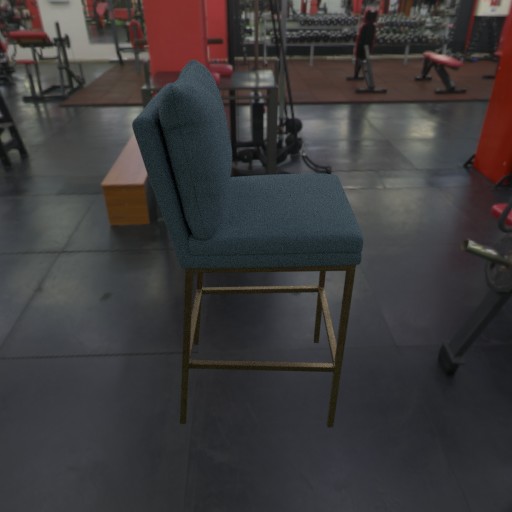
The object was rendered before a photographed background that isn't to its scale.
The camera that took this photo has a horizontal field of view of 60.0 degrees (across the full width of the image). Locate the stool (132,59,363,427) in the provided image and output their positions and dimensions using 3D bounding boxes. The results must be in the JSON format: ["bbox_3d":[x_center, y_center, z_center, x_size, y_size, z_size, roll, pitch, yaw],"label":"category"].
[{"bbox_3d":[0.000,0.000,1.434,0.568,1.124,0.463,0,32,0],"label":"stool"}]
